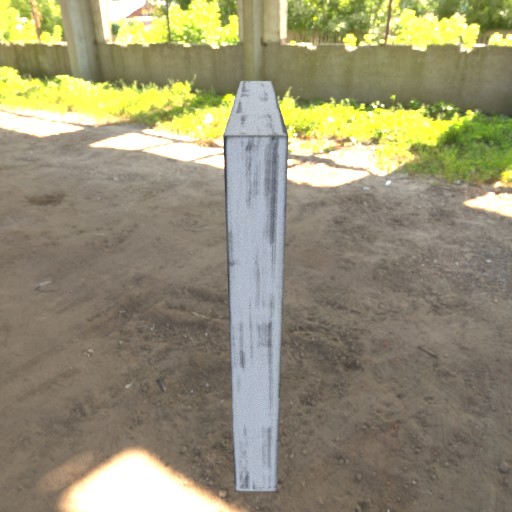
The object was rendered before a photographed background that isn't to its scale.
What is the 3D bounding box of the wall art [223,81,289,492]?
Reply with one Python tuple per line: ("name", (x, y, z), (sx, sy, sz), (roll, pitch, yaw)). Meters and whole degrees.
("wall art", (0.000, 0.000, 0.450), (0.036, 0.303, 0.303), (0, 27, 0))
